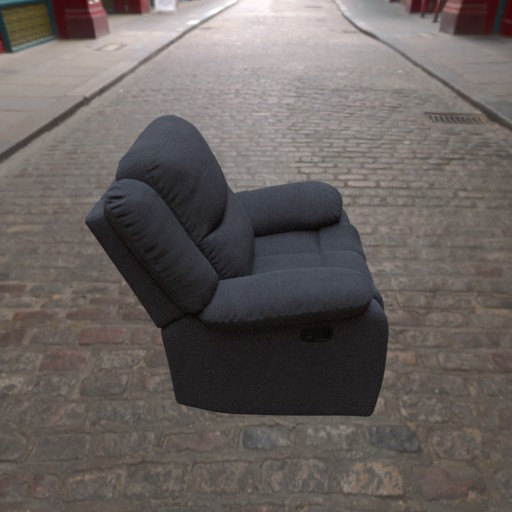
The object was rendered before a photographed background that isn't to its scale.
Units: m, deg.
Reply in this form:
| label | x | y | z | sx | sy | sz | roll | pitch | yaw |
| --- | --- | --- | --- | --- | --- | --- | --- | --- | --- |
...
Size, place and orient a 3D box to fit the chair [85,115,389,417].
| label | x | y | z | sx | sy | sz | roll | pitch | yaw |
| --- | --- | --- | --- | --- | --- | --- | --- | --- | --- |
| chair | 0.000 | 0.000 | 1.745 | 0.944 | 1.008 | 0.899 | 1 | 32 | 1 |
